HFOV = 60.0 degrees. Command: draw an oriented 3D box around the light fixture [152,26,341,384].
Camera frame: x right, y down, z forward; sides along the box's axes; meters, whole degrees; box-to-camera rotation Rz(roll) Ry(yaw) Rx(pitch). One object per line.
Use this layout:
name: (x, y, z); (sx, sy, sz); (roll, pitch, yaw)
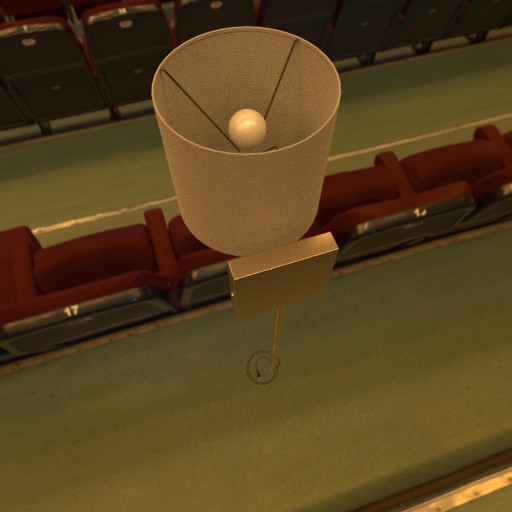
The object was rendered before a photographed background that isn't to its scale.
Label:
light fixture: (0.000, 0.000, 0.683); (0.188, 0.589, 0.248); (-16, 61, -9)
